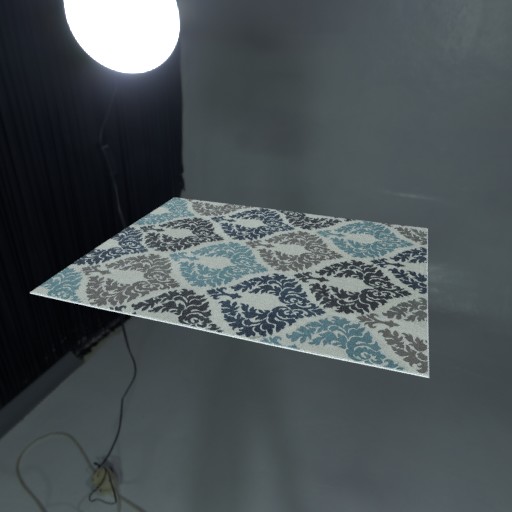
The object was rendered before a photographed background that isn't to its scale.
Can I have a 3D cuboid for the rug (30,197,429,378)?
[{"bbox_3d":[0.000,0.000,4.140,3.040,0.014,2.423,9,28,17],"label":"rug"}]
